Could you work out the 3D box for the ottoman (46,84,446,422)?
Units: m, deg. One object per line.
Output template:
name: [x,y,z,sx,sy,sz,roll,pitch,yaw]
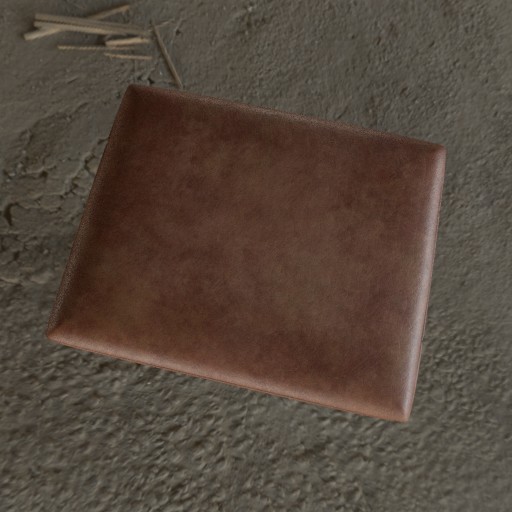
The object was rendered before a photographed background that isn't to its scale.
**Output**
ottoman: [0.000,0.000,1.741,1.186,0.667,0.965,12,77,3]
